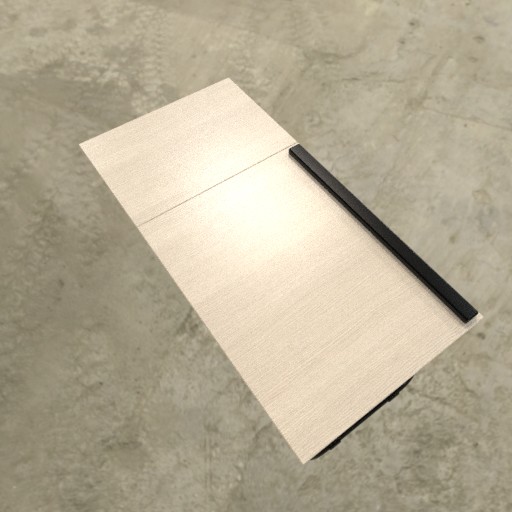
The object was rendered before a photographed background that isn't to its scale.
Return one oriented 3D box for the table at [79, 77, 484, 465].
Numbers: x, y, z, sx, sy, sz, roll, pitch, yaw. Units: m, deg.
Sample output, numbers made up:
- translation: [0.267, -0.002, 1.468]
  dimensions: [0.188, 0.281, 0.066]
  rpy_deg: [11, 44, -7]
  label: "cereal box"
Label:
- translation: [0.000, 0.000, 0.797]
  dimensions: [0.322, 0.242, 0.644]
  rpy_deg: [-31, 63, -18]
  label: "table"
